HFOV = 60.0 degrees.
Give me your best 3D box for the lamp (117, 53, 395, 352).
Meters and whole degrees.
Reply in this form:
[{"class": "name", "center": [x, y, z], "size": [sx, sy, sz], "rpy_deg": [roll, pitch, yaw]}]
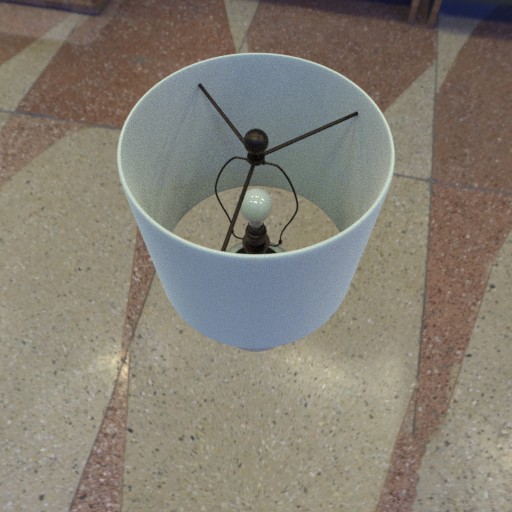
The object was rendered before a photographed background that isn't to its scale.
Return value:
[{"class": "lamp", "center": [0.000, 0.000, 0.761], "size": [0.328, 0.570, 0.328], "rpy_deg": [0, 60, 0]}]
